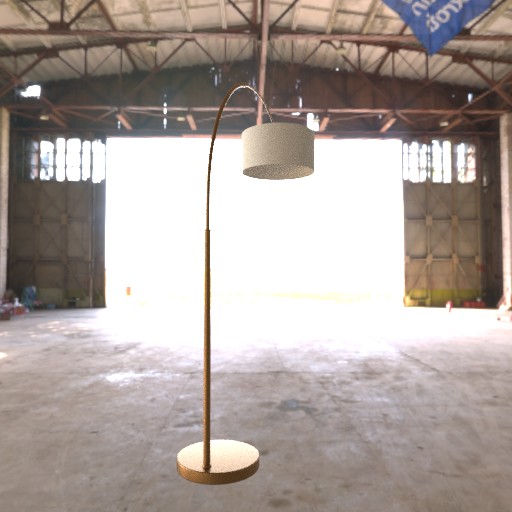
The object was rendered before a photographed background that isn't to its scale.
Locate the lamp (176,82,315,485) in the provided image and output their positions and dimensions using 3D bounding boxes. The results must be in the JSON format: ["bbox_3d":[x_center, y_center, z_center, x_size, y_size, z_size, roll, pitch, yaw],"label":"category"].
[{"bbox_3d":[0.000,0.000,2.534,0.493,1.927,1.434,-1,-2,19],"label":"lamp"}]
